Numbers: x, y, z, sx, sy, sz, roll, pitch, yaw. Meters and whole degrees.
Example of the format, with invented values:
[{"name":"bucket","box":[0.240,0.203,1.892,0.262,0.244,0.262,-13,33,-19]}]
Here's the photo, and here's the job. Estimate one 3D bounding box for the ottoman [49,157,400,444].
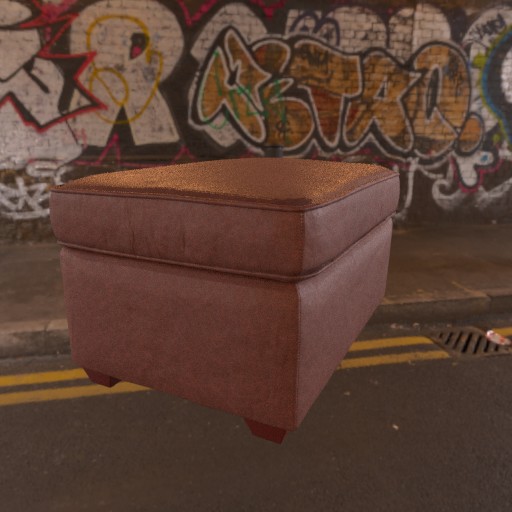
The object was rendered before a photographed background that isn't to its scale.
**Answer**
[{"name":"ottoman","box":[0.000,0.000,1.066,0.548,0.449,0.749,7,16,26]}]
